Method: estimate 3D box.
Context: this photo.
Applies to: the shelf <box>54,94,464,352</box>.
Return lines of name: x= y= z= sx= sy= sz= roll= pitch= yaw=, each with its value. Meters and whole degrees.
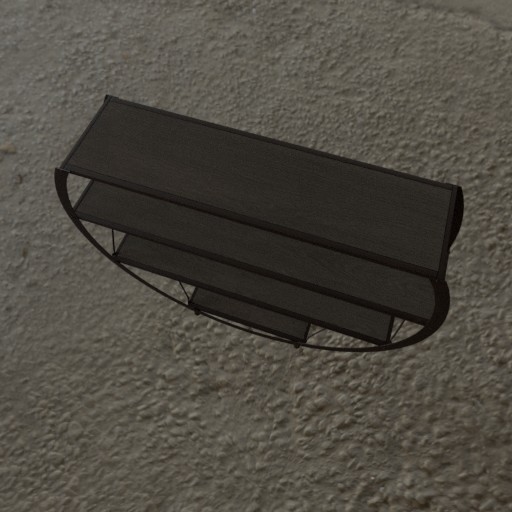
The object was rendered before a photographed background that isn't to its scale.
shelf: x=0.000 y=0.000 z=1.845 sx=1.403 sy=1.063 sz=0.344 roll=17 pitch=64 yaw=9
